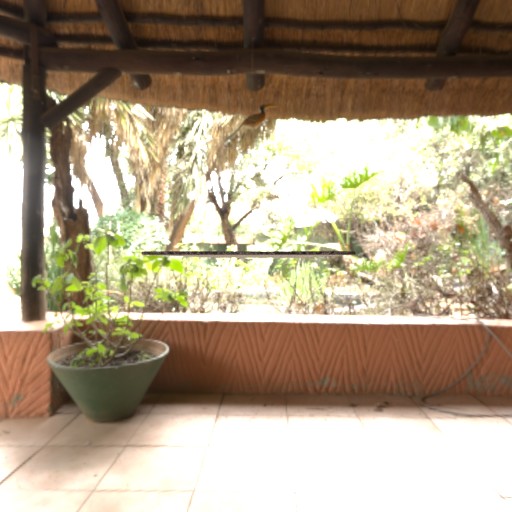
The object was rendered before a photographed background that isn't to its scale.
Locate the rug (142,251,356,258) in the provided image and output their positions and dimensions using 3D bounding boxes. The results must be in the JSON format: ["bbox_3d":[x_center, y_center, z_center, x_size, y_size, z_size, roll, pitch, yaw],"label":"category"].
[{"bbox_3d":[0.000,0.000,2.592,0.719,0.013,2.305,0,0,1],"label":"rug"}]
